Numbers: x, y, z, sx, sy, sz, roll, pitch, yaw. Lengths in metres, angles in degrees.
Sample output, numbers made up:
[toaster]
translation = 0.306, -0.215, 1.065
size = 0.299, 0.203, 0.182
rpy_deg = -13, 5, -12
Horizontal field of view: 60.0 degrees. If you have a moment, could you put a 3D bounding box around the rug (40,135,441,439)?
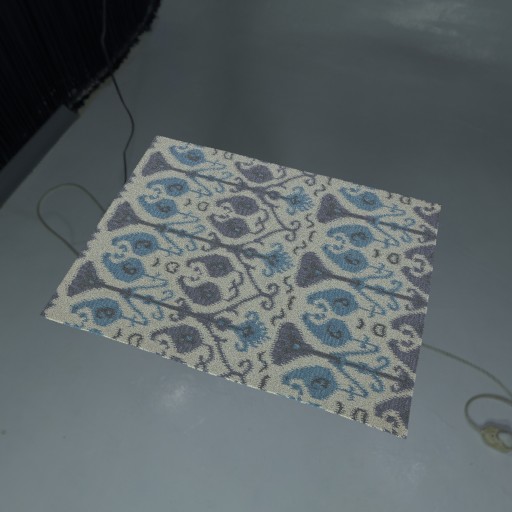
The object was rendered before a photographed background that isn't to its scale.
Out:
[rug]
translation = 0.000, 0.000, 2.964
size = 2.261, 0.013, 1.676
rpy_deg = 16, 59, 10
